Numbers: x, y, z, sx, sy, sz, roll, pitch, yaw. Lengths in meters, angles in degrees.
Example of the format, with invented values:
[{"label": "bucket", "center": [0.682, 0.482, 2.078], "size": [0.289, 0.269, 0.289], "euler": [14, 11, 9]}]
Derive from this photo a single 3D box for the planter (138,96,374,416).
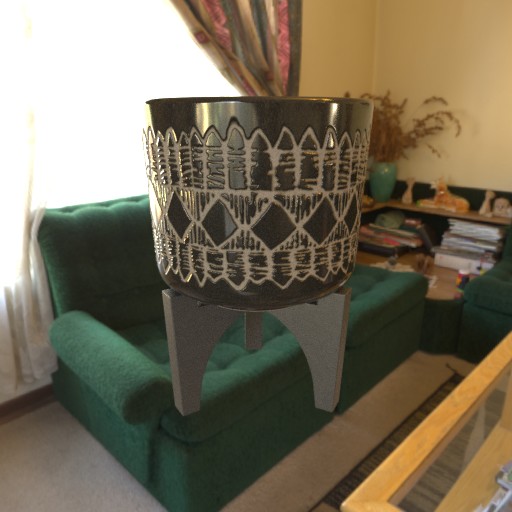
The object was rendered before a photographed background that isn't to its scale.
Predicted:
[{"label": "planter", "center": [0.000, 0.000, 0.536], "size": [0.251, 0.355, 0.251], "euler": [9, 20, 26]}]
